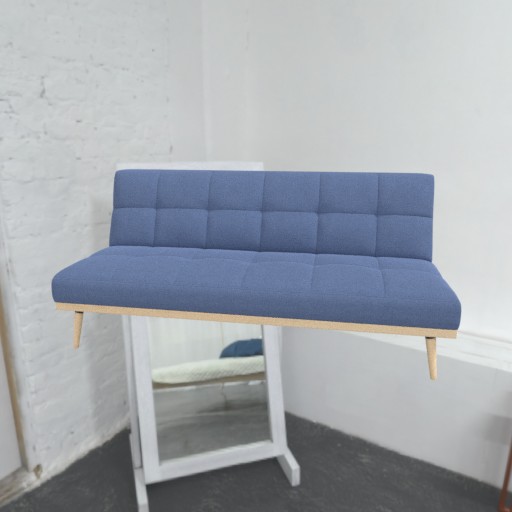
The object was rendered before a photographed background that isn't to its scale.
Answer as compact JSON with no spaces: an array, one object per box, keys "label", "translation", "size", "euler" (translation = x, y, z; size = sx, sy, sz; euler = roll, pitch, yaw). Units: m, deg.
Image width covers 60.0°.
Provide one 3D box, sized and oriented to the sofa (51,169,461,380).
[{"label":"sofa","translation":[0.000,0.000,2.243],"size":[1.800,0.800,0.796],"euler":[3,16,10]}]
